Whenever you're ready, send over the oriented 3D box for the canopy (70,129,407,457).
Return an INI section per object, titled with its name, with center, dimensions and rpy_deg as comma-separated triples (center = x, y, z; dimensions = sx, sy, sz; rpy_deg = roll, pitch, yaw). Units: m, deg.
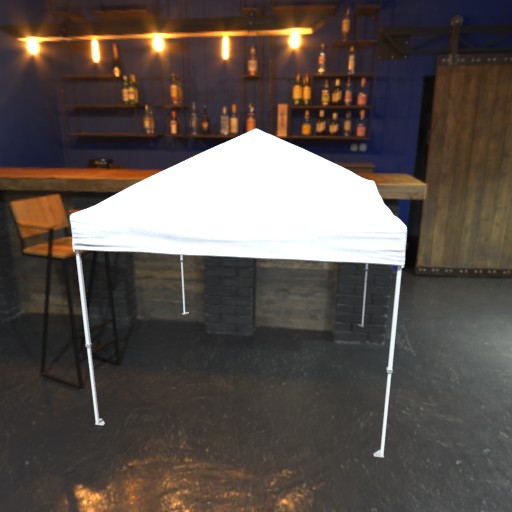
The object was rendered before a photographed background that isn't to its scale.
[canopy]
center = 0.000, 0.000, 5.431
dimensions = 2.998, 2.997, 2.996
rpy_deg = 3, 17, 9
